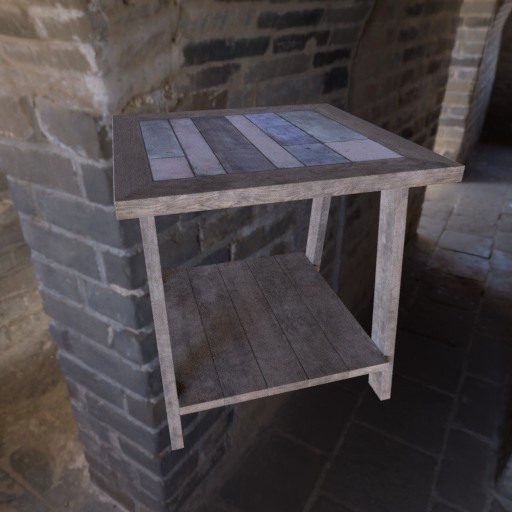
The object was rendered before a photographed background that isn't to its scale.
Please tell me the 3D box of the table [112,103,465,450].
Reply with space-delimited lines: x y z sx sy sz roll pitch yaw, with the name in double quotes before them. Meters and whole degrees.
"table" 0.000 0.000 1.130 0.610 0.610 0.610 -8 30 -14
